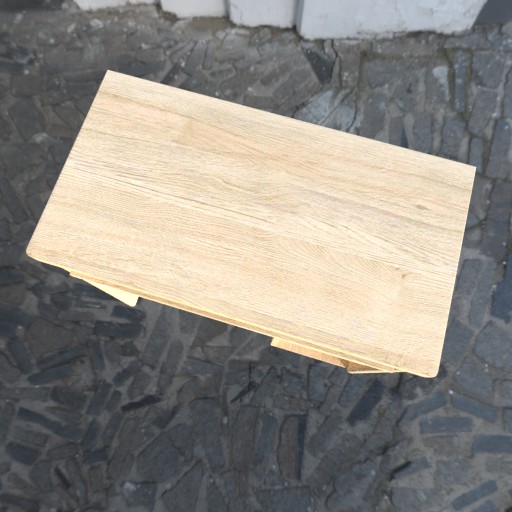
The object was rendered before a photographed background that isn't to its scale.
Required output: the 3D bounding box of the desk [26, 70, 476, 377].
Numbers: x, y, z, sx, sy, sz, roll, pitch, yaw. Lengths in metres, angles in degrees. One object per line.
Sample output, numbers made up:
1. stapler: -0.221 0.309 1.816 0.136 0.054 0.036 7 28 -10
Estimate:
1. desk: 0.000 0.000 1.336 0.885 0.770 0.480 16 75 4
